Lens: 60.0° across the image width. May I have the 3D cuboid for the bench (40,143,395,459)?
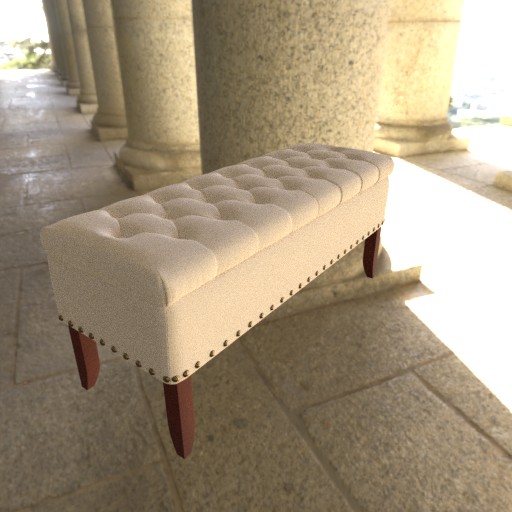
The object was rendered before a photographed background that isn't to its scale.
[{"bbox_3d":[0.000,0.000,1.300,0.400,0.470,1.054,18,31,32],"label":"bench"}]
